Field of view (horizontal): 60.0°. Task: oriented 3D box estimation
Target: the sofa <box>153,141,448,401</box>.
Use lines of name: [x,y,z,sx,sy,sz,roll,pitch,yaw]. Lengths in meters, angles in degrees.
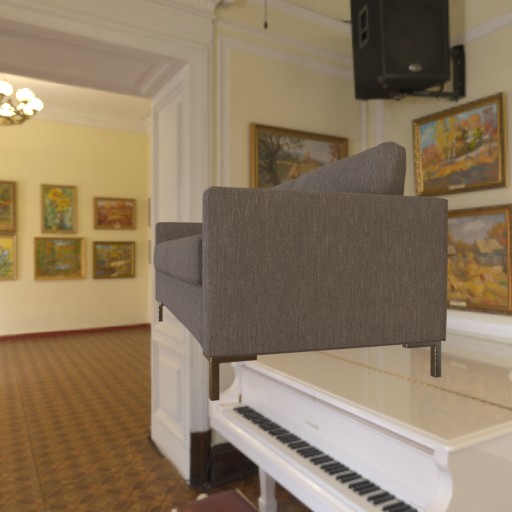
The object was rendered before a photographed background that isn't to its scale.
sofa: [0.000,0.000,2.178,0.875,0.840,1.682,0,0,-18]
